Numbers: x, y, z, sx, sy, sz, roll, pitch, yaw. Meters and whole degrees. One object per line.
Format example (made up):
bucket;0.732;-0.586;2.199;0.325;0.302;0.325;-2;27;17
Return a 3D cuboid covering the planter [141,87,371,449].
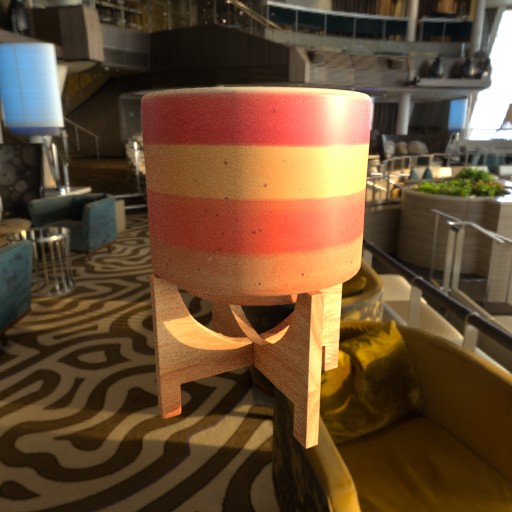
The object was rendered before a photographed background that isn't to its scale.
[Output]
planter;0.000;0.000;0.560;0.269;0.379;0.269;0;16;0
